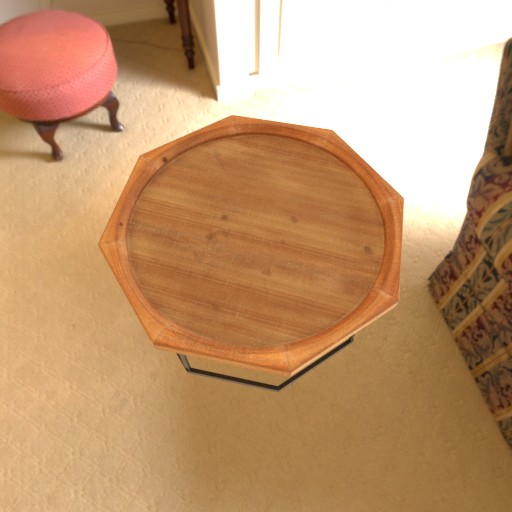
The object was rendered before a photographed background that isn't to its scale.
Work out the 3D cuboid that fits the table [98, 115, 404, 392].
[{"bbox_3d":[0.000,0.000,1.612,1.002,0.444,1.002,0,59,0],"label":"table"}]
